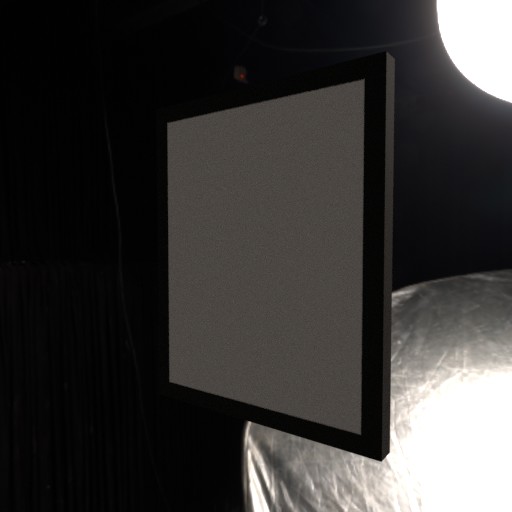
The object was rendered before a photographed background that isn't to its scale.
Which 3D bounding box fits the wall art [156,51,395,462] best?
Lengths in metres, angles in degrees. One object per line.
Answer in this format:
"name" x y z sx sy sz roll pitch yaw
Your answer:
"wall art" 0.000 0.000 0.542 0.329 0.404 0.024 2 3 36
